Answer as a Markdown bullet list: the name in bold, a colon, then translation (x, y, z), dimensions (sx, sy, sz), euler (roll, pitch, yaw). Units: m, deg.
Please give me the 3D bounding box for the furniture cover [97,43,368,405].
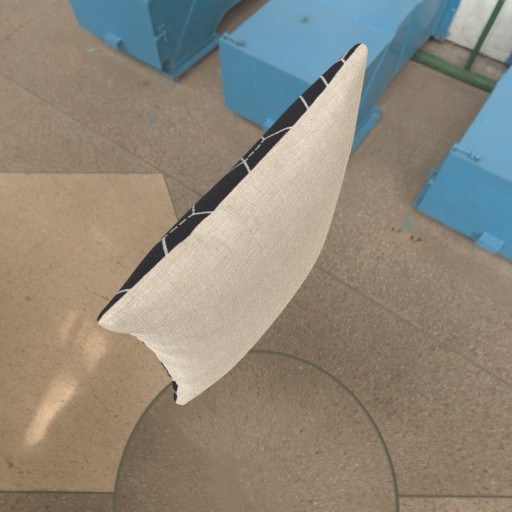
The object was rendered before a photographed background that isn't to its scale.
- **furniture cover**: translation (0.000, 0.000, 0.754), dimensions (0.158, 0.508, 0.517), euler (33, 67, 16)
